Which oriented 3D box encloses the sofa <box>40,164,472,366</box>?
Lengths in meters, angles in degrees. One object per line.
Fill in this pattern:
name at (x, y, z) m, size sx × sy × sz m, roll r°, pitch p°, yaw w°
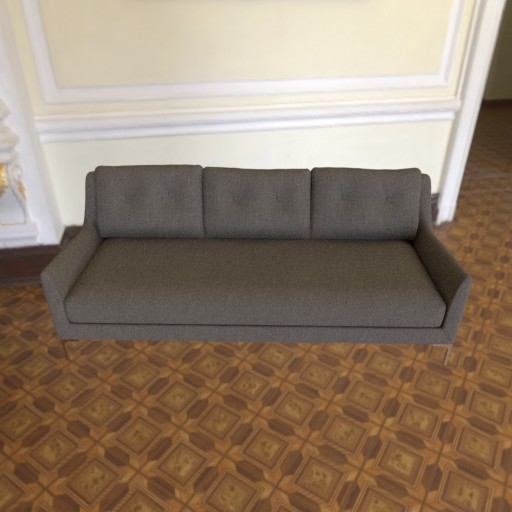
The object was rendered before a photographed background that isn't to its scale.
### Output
sofa at (0.000, 0.000, 2.482) m, size 2.060 × 0.837 × 0.849 m, roll 1°, pitch 31°, yaw 1°
